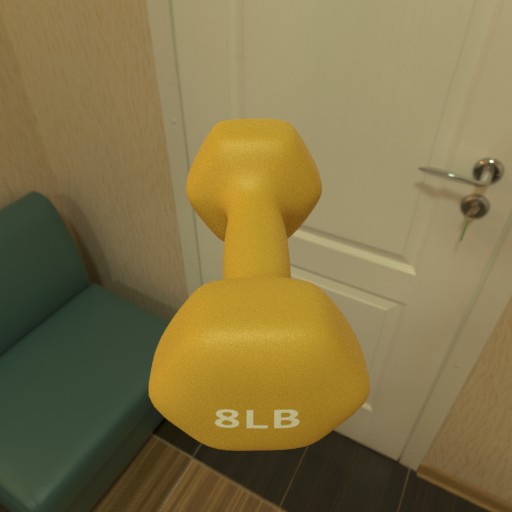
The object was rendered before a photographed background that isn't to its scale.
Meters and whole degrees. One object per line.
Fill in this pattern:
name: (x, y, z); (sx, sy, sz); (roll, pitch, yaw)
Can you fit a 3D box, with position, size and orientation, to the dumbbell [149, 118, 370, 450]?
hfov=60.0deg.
dumbbell: (0.000, 0.000, 0.238); (0.090, 0.082, 0.190); (0, 41, 0)
